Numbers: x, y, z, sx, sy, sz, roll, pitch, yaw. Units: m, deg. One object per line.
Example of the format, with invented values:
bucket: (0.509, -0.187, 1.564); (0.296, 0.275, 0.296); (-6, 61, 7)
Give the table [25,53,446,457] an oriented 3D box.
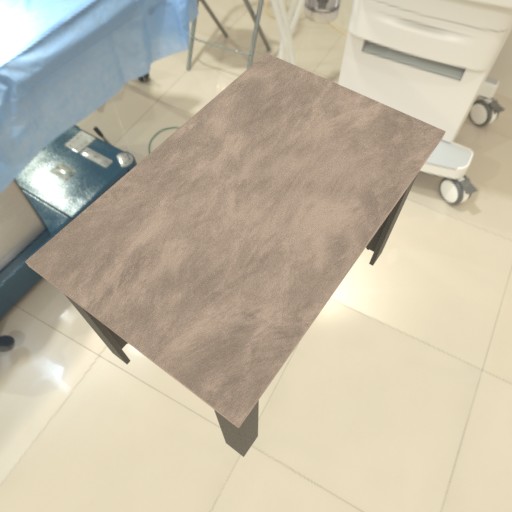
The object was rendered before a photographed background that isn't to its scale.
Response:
table: (0.000, 0.000, 1.599); (0.700, 0.734, 1.100); (32, 64, 18)
